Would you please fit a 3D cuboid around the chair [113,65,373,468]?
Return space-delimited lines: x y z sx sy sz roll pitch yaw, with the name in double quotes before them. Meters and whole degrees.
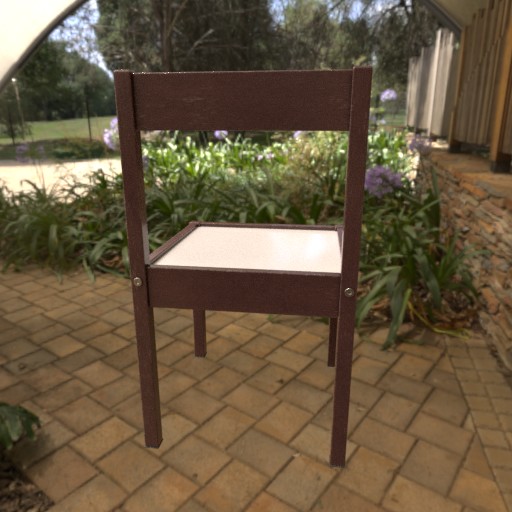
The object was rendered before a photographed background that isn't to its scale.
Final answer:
"chair" 0.000 0.000 0.682 0.285 0.505 0.285 2 17 8
